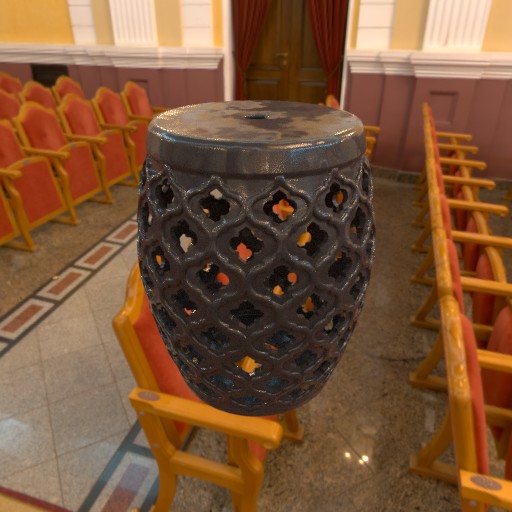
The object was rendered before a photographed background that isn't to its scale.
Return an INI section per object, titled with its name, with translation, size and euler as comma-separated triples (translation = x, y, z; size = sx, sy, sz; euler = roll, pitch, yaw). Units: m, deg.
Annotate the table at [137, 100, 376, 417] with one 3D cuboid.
[table]
translation = 0.000, 0.000, 0.636
size = 0.325, 0.388, 0.325
euler = 0, 28, 0
